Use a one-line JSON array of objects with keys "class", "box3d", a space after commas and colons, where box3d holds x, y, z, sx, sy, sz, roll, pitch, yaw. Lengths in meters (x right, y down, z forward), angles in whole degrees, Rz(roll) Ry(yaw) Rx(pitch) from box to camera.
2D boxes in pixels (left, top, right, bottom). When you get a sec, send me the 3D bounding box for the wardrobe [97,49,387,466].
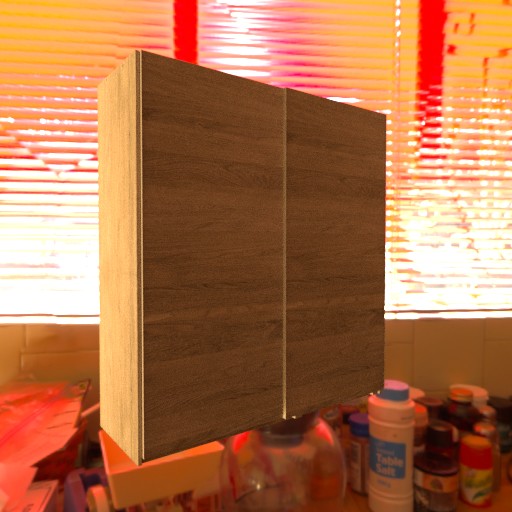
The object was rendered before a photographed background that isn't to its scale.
[{"class": "wardrobe", "box3d": [0.000, 0.000, 2.819, 1.780, 1.960, 0.629, -1, 2, -36]}]
